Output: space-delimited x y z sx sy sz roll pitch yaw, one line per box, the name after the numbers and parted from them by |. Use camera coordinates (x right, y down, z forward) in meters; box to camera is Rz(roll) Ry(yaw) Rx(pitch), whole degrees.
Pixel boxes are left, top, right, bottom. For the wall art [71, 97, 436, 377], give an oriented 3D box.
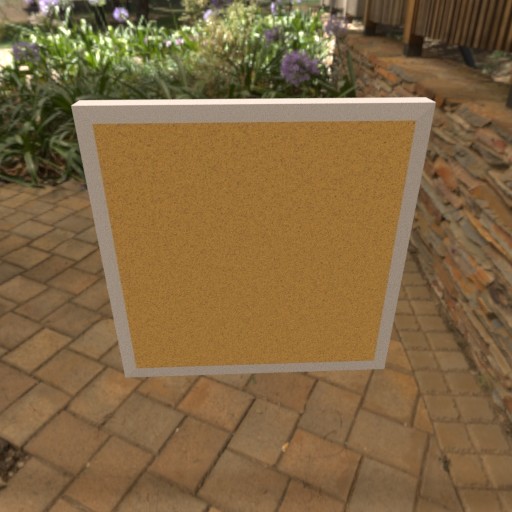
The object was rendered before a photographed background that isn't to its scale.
0.000 0.000 1.926 1.289 1.291 0.098 -1 30 -2 | wall art
